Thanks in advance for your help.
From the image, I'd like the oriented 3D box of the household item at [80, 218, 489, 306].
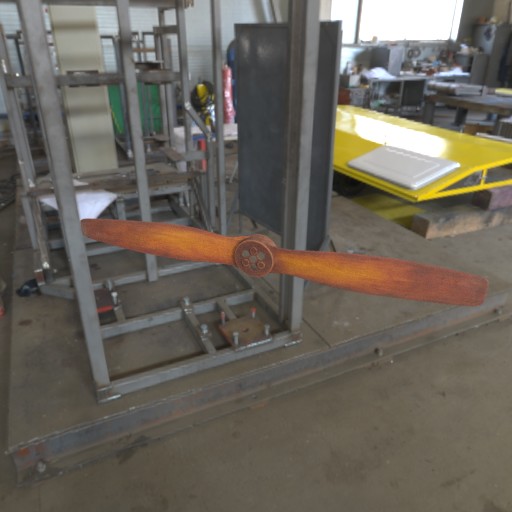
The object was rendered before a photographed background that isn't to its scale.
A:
[{"bbox_3d":[0.000,0.000,1.243,1.181,0.121,0.051,9,28,17],"label":"household item"}]
